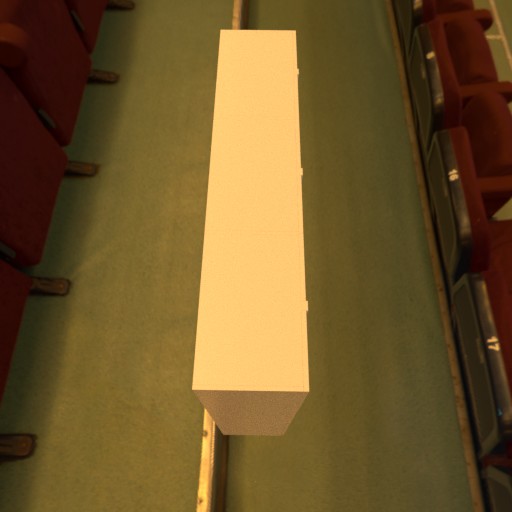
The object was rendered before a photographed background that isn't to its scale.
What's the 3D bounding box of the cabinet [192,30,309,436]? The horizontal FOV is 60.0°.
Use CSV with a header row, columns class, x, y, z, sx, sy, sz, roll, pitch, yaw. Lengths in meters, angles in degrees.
class,x,y,z,sx,sy,sz,roll,pitch,yaw
cabinet,0.000,0.000,3.860,0.590,2.370,2.700,1,63,0
